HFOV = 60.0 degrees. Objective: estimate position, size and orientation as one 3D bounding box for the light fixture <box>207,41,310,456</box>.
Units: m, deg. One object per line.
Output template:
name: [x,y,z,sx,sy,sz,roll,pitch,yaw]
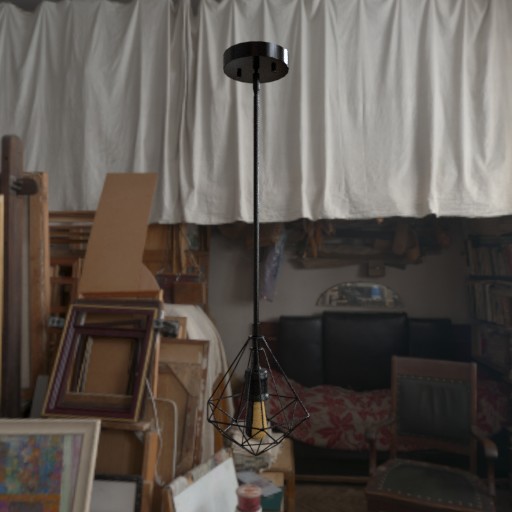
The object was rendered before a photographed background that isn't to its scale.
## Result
light fixture: [0.000,0.000,1.962,0.487,1.764,0.431,0,0,-36]
